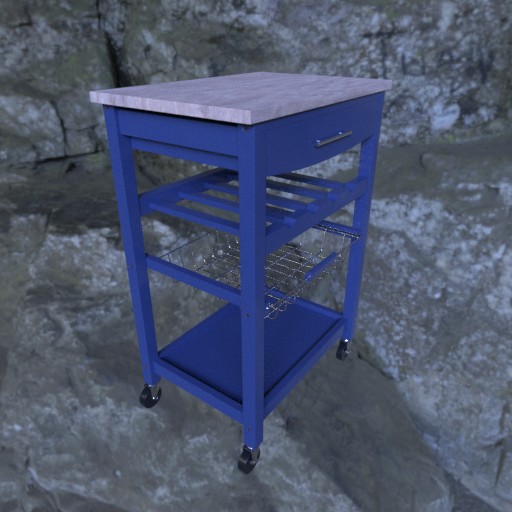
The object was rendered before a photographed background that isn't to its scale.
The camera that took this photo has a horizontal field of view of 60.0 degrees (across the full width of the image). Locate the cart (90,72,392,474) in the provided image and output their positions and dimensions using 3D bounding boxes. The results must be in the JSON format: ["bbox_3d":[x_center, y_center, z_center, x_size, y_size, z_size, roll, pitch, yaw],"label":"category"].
[{"bbox_3d":[0.000,0.000,1.161,0.403,0.839,0.584,18,32,32],"label":"cart"}]
